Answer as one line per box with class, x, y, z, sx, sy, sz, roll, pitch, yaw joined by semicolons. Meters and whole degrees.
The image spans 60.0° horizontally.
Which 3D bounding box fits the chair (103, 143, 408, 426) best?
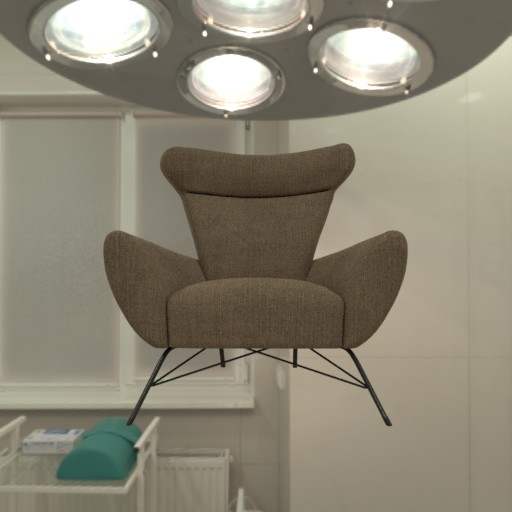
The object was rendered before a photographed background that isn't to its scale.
chair;0.000;0.000;1.796;0.980;1.040;0.900;0;-1;0
